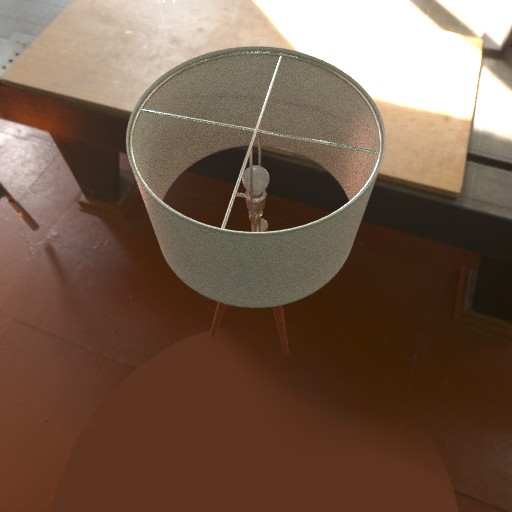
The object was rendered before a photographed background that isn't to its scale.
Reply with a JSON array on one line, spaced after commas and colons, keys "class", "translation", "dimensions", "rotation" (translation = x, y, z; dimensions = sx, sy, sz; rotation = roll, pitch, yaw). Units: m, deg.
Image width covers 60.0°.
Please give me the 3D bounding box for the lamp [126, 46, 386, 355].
[{"class": "lamp", "translation": [0.000, 0.000, 0.917], "dimensions": [0.355, 0.709, 0.354], "rotation": [-32, 65, -17]}]
